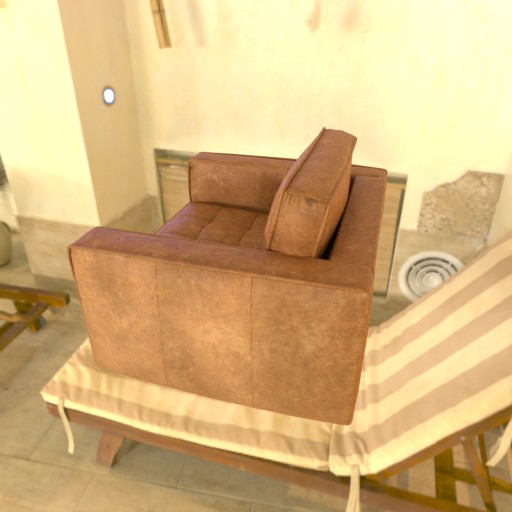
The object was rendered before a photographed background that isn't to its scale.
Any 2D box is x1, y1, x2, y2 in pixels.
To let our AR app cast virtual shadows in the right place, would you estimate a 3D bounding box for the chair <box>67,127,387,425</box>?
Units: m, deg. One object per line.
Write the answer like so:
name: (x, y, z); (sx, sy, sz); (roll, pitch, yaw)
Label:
chair: (0.000, 0.000, 1.523); (0.798, 0.767, 0.928); (8, 31, 14)
